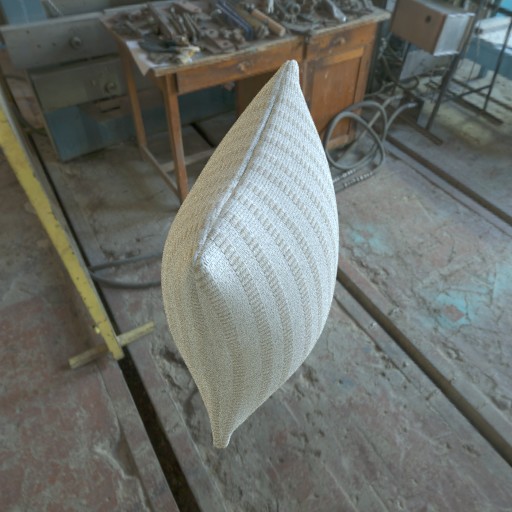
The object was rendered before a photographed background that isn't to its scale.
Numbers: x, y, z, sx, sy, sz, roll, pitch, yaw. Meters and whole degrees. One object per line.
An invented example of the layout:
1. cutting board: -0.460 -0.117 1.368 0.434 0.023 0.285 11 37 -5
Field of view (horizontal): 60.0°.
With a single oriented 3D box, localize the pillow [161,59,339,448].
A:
1. pillow: 0.000 0.000 0.669 0.247 0.419 0.438 10 48 10
